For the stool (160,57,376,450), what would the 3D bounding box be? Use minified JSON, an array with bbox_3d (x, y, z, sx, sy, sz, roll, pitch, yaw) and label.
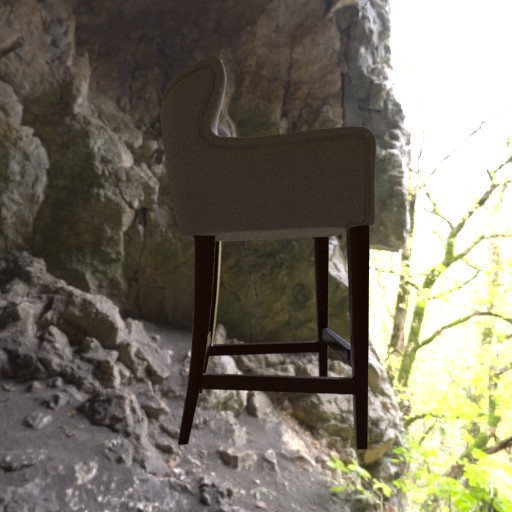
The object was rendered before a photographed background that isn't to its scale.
[{"bbox_3d":[0.000,0.000,1.344,0.570,0.951,0.601,0,-1,-2],"label":"stool"}]
